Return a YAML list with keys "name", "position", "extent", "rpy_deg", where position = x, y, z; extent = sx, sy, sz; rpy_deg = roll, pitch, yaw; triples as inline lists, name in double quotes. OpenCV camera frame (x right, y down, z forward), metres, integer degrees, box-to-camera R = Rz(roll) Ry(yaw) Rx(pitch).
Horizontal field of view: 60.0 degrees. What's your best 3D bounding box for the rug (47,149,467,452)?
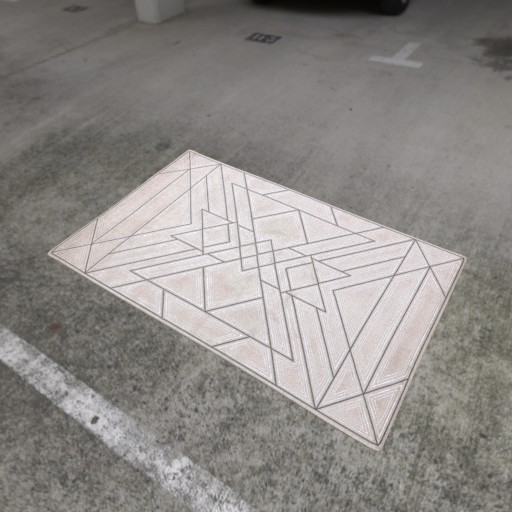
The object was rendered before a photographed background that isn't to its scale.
- name: "rug"
  position: [0.000, 0.000, 3.068]
  extent: [2.459, 0.023, 1.575]
  rpy_deg: [25, 51, 22]
